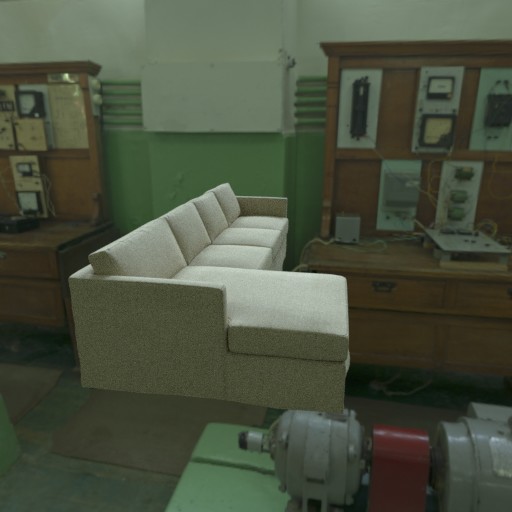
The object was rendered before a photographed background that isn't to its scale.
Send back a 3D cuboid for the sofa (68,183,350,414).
[{"bbox_3d":[0.000,0.000,3.964,1.650,0.922,3.205,3,17,10],"label":"sofa"}]
